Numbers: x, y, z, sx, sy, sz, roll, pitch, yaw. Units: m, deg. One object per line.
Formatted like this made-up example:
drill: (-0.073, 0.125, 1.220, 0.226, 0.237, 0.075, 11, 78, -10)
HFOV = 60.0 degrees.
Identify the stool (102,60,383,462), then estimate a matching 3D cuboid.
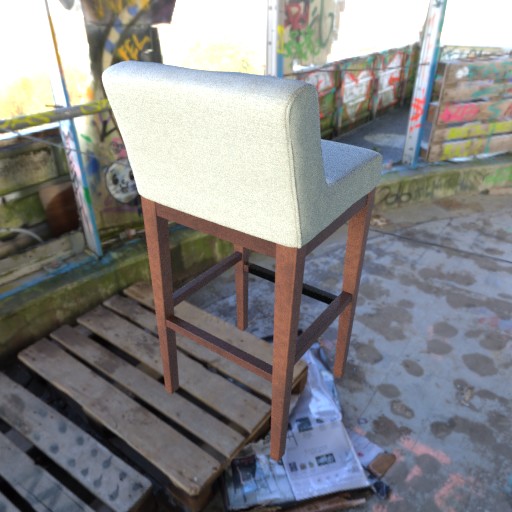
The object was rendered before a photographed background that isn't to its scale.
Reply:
stool: (0.000, 0.000, 1.269, 0.511, 1.037, 0.500, 20, 36, 30)
